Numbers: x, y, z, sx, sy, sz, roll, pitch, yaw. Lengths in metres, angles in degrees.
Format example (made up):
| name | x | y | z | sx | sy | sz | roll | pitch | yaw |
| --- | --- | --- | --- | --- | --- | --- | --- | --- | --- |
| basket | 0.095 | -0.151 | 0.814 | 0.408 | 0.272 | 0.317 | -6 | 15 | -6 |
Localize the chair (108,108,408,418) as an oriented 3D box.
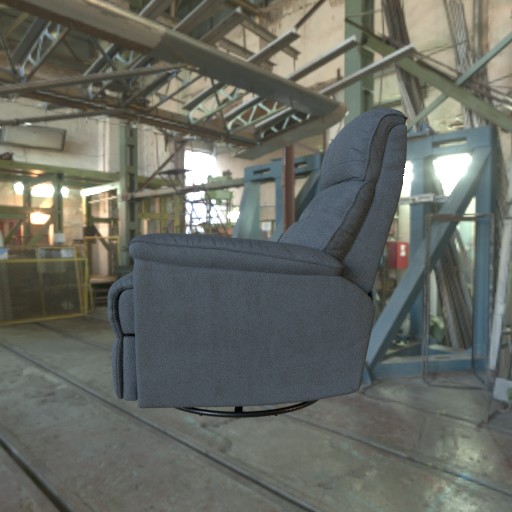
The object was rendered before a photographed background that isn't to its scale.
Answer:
| name | x | y | z | sx | sy | sz | roll | pitch | yaw |
| --- | --- | --- | --- | --- | --- | --- | --- | --- | --- |
| chair | 0.000 | 0.000 | 1.737 | 1.004 | 1.037 | 0.820 | 0 | 2 | 0 |
